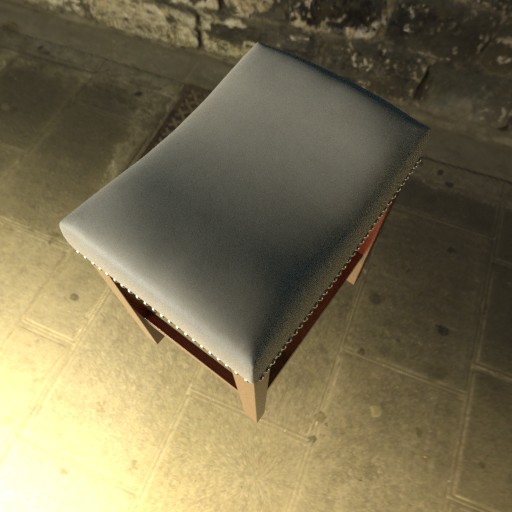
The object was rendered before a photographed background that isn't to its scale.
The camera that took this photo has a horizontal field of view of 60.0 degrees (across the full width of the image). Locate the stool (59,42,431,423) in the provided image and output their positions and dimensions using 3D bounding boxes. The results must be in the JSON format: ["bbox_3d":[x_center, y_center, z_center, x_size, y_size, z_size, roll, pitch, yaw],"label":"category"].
[{"bbox_3d":[0.000,0.000,0.947,0.375,0.632,0.509,34,68,16],"label":"stool"}]
